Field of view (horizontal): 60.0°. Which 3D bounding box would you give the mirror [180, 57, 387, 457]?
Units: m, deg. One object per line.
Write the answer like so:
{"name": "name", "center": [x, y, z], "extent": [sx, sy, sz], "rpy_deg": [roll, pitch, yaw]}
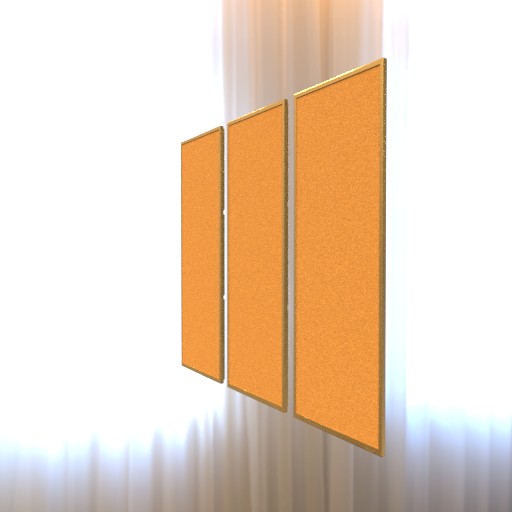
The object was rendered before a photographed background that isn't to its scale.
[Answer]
{"name": "mirror", "center": [0.000, 0.000, 1.438], "extent": [0.023, 0.926, 1.011], "rpy_deg": [-1, 1, -37]}
